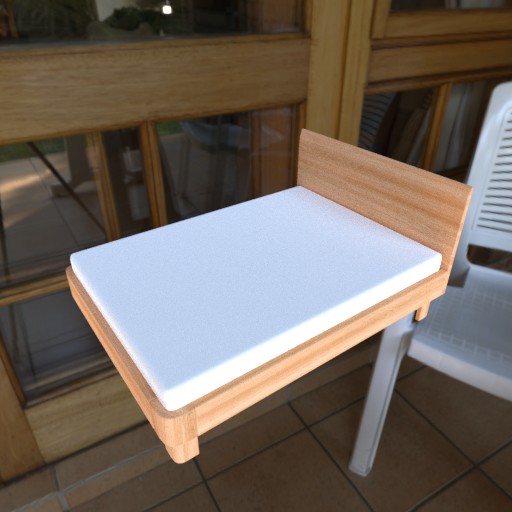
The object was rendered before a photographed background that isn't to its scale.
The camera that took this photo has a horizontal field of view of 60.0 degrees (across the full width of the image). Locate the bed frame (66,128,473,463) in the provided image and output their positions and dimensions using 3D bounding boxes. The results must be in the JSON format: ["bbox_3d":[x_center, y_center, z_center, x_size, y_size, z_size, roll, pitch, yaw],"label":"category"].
[{"bbox_3d":[0.000,0.000,2.776,1.992,0.940,1.472,-21,37,-30],"label":"bed frame"}]
